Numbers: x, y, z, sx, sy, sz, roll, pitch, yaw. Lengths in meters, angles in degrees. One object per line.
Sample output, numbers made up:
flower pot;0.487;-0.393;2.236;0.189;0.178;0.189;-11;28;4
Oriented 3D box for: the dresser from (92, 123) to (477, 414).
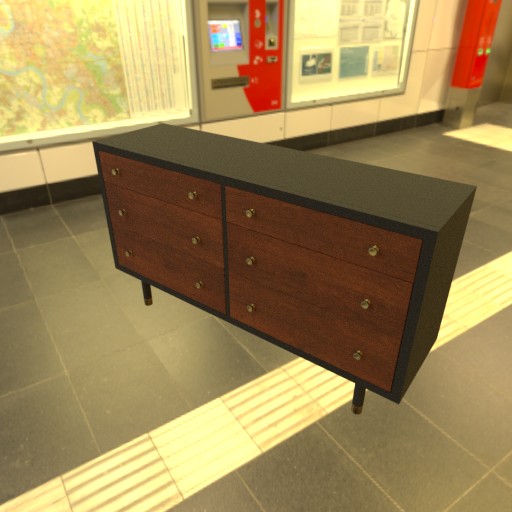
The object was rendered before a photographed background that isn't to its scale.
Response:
dresser;0.000;0.000;1.988;1.558;0.872;0.463;20;35;31
